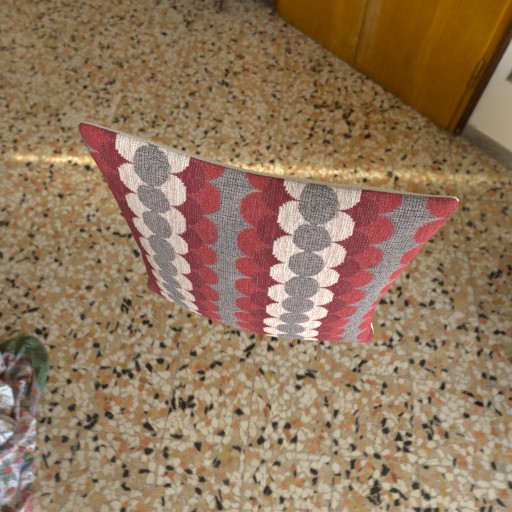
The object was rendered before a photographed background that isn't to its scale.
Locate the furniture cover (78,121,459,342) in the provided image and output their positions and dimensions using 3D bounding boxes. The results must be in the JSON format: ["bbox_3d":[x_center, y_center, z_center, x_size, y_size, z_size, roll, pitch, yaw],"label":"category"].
[{"bbox_3d":[0.000,0.000,0.655,0.435,0.420,0.145,13,60,7],"label":"furniture cover"}]
